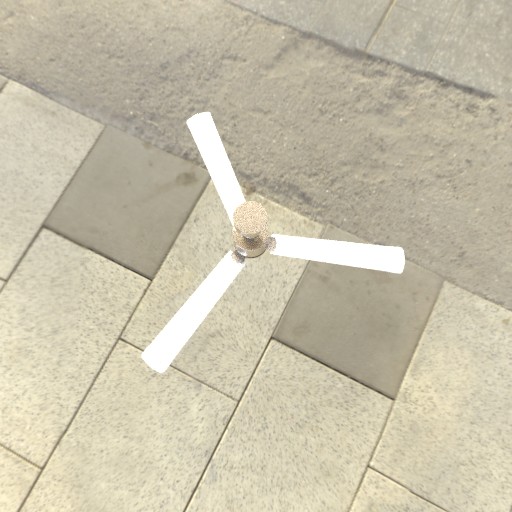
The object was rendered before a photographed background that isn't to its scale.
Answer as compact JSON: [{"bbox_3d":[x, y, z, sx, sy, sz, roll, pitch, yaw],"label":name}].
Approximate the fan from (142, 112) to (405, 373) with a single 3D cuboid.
[{"bbox_3d":[0.000,0.000,2.363,1.561,0.446,1.531,24,77,6],"label":"fan"}]
